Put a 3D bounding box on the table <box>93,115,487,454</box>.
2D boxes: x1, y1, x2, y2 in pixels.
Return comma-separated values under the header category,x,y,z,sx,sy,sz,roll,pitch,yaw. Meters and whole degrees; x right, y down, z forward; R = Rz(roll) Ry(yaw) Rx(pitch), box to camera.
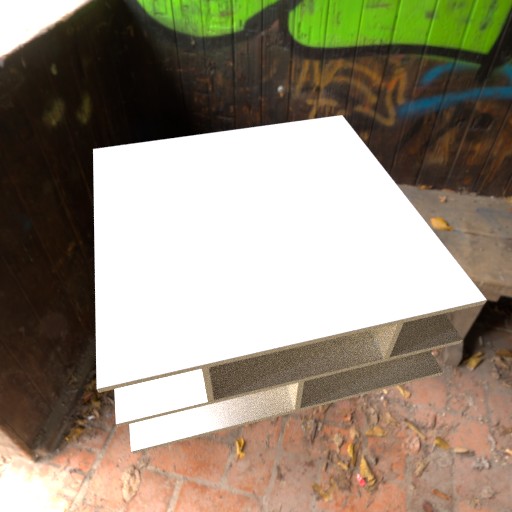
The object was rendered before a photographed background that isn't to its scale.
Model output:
category,x,y,z,sx,sy,sz,roll,pitch,yaw
table,0.000,0.000,1.096,0.700,0.289,0.700,-11,47,-10
